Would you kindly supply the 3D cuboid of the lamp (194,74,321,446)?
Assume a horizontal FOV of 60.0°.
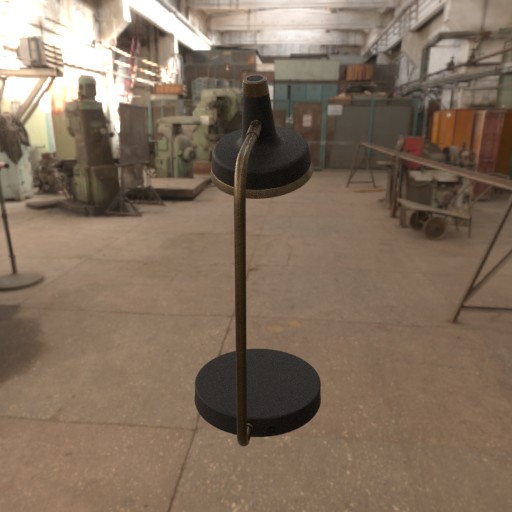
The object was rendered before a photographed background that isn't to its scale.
[{"bbox_3d":[0.000,0.000,0.500,0.162,0.385,0.218,2,17,7],"label":"lamp"}]
